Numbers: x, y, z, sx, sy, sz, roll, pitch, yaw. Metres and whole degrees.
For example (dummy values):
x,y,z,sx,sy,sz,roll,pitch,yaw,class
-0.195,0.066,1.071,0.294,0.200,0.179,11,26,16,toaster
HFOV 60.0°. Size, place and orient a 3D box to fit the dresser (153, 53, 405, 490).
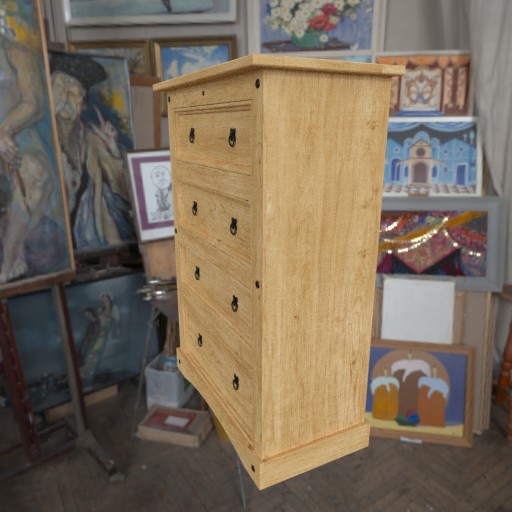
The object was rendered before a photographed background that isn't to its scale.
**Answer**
x,y,z,sx,sy,sz,roll,pitch,yaw,class
0.000,0.000,1.718,0.485,1.300,0.915,-8,18,-26,dresser
